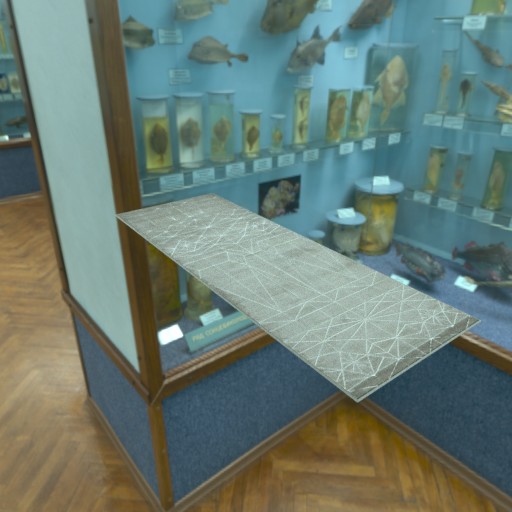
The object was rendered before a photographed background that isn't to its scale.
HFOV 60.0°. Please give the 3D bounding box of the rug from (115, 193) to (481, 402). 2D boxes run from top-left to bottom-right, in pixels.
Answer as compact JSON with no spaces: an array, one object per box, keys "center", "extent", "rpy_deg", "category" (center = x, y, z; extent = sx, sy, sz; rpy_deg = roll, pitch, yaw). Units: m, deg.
[{"center":[0.000,0.000,2.713],"extent":[0.864,0.012,2.388],"rpy_deg":[-18,32,-33],"category":"rug"}]
